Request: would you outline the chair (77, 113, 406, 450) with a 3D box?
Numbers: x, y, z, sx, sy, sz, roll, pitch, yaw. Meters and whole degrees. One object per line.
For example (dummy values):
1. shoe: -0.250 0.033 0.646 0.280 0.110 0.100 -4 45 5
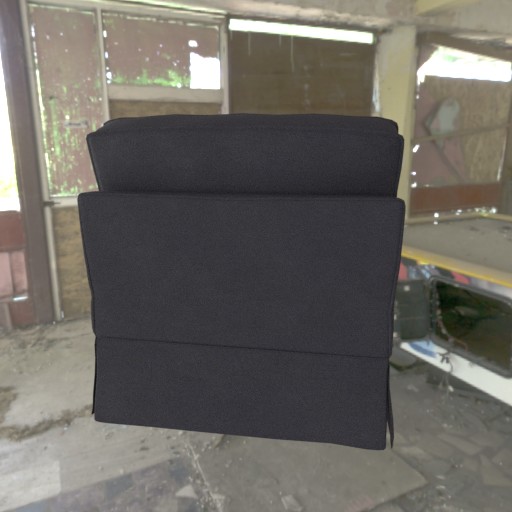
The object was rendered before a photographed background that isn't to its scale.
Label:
1. chair: 0.000 0.000 1.924 1.119 1.140 1.002 2 14 9
